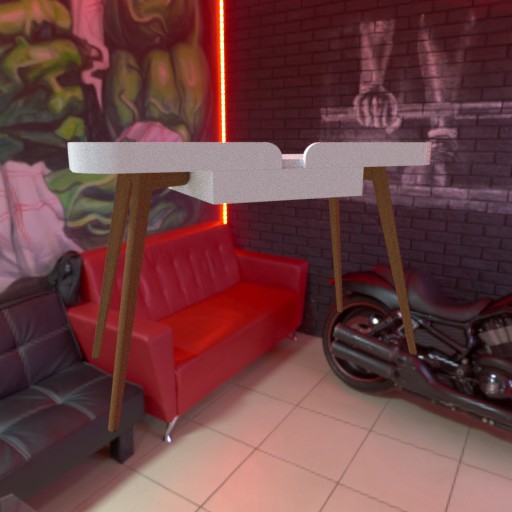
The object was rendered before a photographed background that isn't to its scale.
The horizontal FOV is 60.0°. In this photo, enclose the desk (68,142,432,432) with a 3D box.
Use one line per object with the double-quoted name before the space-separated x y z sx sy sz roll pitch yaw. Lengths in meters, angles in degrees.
"desk" 0.000 0.000 1.626 1.206 0.807 0.534 -7 16 -24
